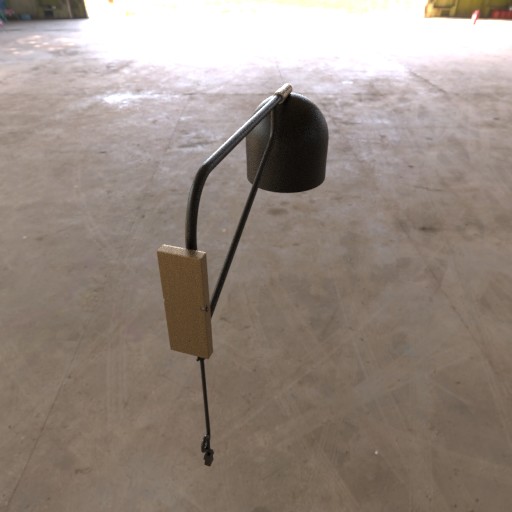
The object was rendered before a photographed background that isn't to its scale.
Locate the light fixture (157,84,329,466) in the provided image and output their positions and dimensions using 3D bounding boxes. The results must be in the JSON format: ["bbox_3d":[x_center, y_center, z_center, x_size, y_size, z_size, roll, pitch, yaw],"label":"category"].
[{"bbox_3d":[0.000,0.000,1.064,0.215,0.696,0.720,10,34,16],"label":"light fixture"}]
